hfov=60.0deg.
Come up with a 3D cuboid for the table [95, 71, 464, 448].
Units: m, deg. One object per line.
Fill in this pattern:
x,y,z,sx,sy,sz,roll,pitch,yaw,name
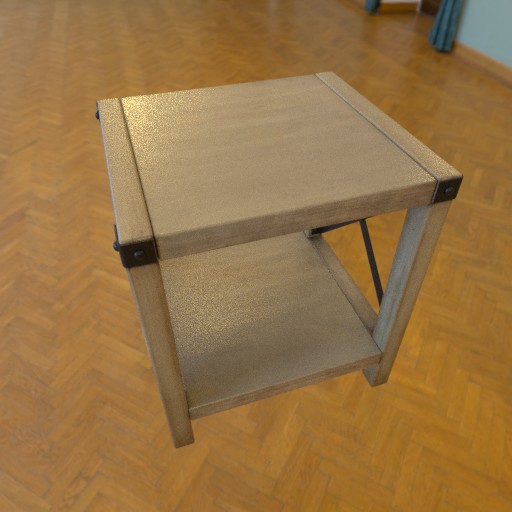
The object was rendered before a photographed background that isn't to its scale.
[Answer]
0.000,0.000,0.932,0.510,0.561,0.459,-12,44,-13,table
